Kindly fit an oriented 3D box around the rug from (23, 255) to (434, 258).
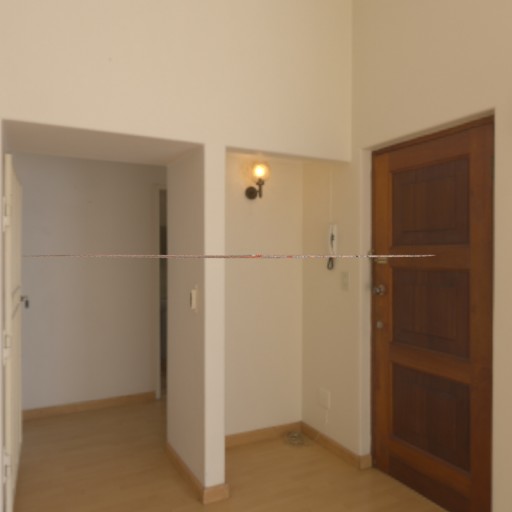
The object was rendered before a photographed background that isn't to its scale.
[{"bbox_3d":[0.000,0.000,3.948,2.263,0.022,3.029,0,0,37],"label":"rug"}]
